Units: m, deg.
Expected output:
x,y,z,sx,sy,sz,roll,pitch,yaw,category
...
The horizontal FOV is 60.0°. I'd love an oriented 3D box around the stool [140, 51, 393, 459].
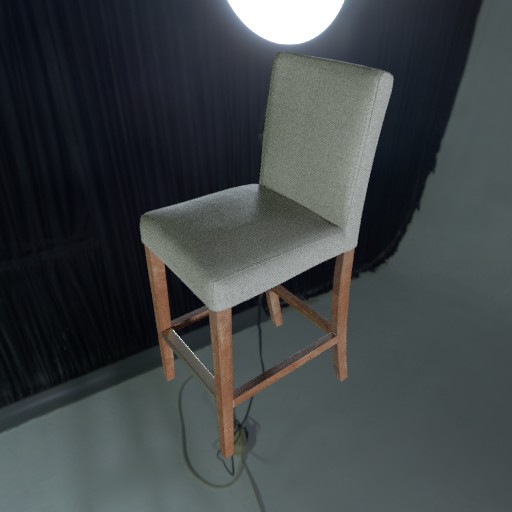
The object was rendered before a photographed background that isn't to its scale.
x,y,z,sx,sy,sz,roll,pitch,yaw,category
0.000,0.000,1.378,0.570,1.088,0.439,-22,38,-30,stool
